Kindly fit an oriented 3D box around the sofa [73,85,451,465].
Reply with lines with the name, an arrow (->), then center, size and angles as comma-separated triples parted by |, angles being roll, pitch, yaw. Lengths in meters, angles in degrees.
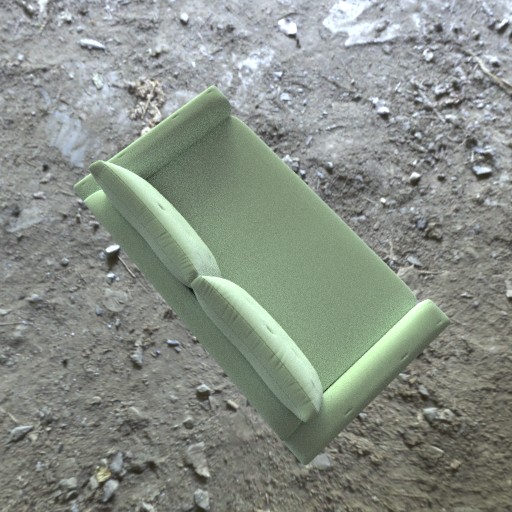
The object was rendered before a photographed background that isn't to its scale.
sofa -> 0.000, 0.000, 2.143 | 0.920, 0.790, 1.650 | -40, 77, -11
